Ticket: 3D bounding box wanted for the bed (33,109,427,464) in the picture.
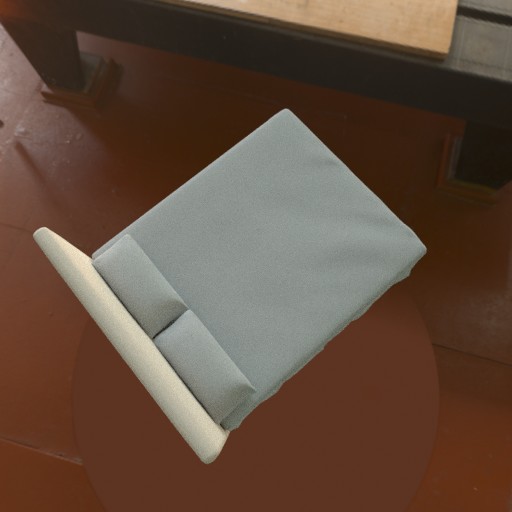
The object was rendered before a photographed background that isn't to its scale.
[{"bbox_3d":[0.000,0.000,3.279,2.142,1.330,1.748,-39,78,-10],"label":"bed"}]
